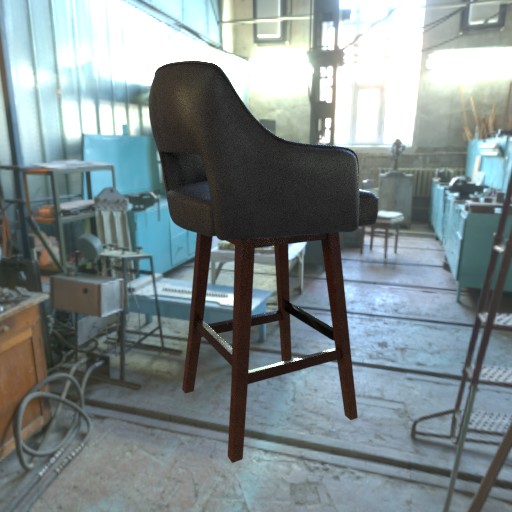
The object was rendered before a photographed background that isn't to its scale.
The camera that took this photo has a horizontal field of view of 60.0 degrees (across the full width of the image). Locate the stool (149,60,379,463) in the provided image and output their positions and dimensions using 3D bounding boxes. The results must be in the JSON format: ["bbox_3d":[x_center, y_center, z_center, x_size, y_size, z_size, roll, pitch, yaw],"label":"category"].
[{"bbox_3d":[0.000,0.000,1.353,0.560,1.041,0.550,-7,16,-27],"label":"stool"}]
